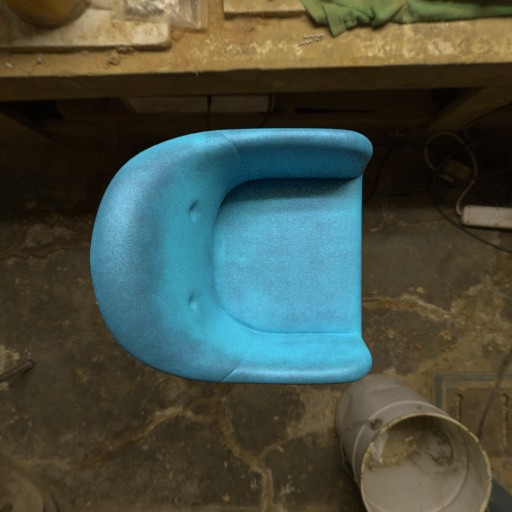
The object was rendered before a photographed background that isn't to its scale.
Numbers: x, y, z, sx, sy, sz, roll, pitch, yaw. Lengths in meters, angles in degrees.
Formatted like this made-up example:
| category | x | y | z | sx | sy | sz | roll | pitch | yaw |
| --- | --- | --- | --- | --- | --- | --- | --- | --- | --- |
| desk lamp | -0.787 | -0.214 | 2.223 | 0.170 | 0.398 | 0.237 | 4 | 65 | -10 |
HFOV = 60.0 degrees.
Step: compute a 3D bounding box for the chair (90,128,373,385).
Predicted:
| category | x | y | z | sx | sy | sz | roll | pitch | yaw |
| --- | --- | --- | --- | --- | --- | --- | --- | --- | --- |
| chair | 0.000 | 0.000 | 1.139 | 0.570 | 0.780 | 0.540 | 0 | 91 | 1 |
